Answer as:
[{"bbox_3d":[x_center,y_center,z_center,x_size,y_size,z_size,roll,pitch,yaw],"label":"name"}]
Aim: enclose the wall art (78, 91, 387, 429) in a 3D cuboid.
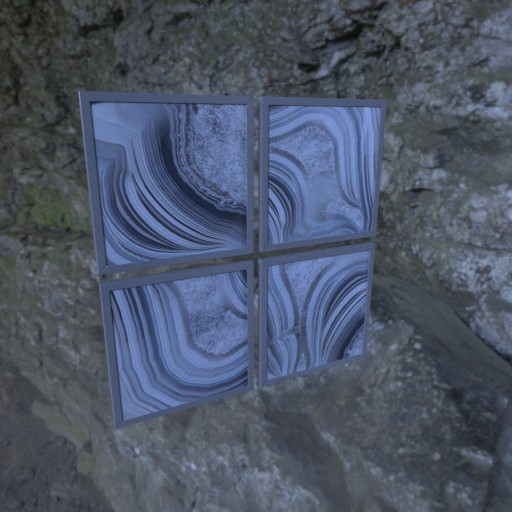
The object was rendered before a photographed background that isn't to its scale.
[{"bbox_3d":[0.000,0.000,1.650,1.118,1.118,0.029,-8,19,-25],"label":"wall art"}]
